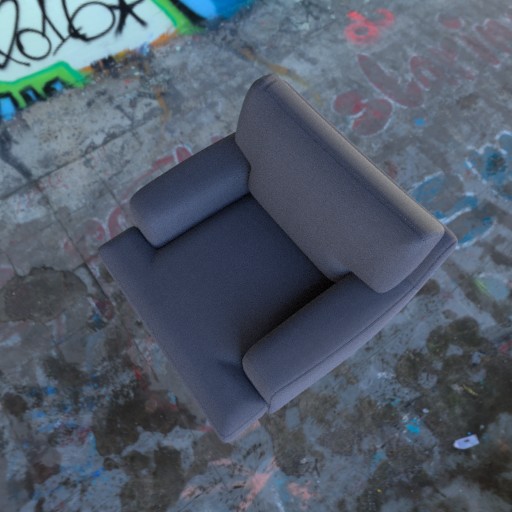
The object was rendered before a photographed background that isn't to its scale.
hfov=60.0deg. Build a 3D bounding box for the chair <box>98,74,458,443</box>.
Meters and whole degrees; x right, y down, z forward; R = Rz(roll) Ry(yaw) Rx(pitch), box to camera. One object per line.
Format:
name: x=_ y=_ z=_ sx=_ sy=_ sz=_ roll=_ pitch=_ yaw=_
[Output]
chair: x=0.000 y=0.000 z=2.001 sx=1.143 sy=0.940 sz=1.168 roll=-34 pitch=68 yaw=-16
